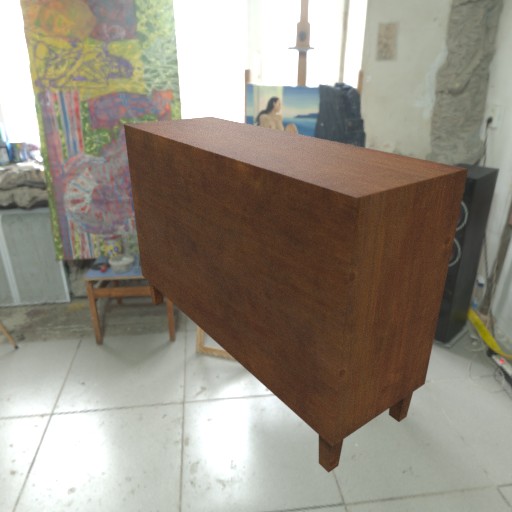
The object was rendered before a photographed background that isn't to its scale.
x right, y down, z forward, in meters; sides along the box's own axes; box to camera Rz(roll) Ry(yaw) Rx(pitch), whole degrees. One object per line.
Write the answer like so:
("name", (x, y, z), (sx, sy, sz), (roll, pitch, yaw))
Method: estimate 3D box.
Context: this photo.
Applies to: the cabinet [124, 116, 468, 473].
("cabinet", (0.000, 0.000, 1.581), (0.403, 0.805, 1.204), (-17, 30, -33))
